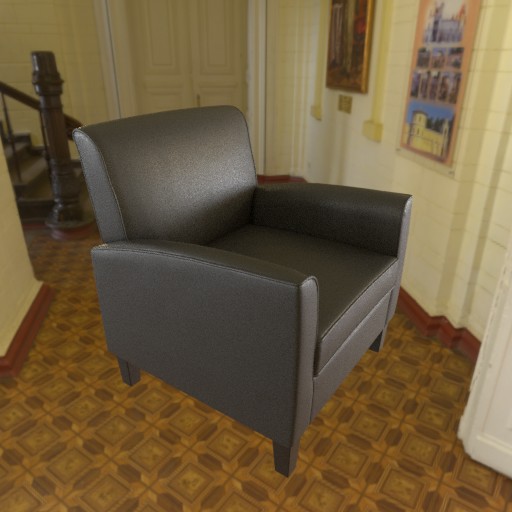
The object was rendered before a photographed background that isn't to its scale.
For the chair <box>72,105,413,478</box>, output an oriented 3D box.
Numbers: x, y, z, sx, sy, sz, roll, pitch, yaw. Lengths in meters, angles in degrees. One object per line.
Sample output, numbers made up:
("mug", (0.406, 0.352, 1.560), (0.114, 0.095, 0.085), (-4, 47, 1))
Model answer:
("chair", (0.000, 0.000, 1.543), (0.819, 0.916, 0.820), (16, 29, 31))
